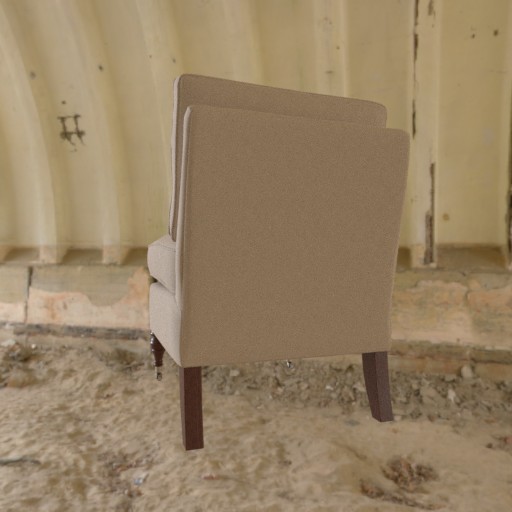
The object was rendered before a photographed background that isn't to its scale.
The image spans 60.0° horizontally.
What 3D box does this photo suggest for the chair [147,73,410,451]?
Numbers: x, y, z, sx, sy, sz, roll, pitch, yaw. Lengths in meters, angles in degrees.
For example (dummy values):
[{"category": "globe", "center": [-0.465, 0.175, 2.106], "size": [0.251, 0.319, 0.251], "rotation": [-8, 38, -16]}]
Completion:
[{"category": "chair", "center": [0.000, 0.000, 1.648], "size": [0.724, 1.052, 0.912], "rotation": [0, -1, -20]}]
